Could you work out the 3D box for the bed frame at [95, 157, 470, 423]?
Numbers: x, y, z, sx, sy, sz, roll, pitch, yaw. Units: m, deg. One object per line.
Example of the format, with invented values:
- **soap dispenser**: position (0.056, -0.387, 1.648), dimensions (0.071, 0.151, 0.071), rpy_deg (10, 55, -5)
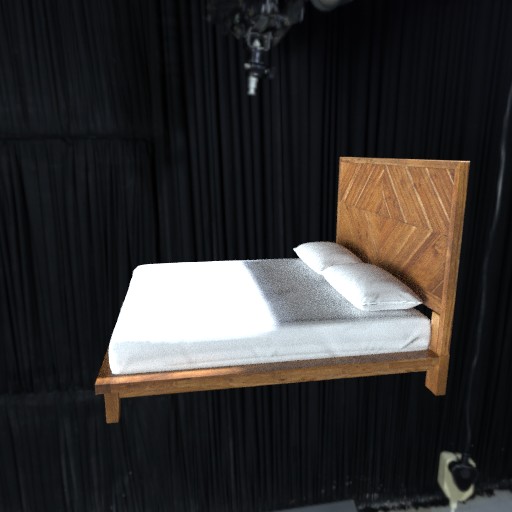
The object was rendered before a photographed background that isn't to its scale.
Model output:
- **bed frame**: position (0.000, 0.000, 3.603), dimensions (2.235, 1.537, 2.038), rpy_deg (-2, 13, -10)
